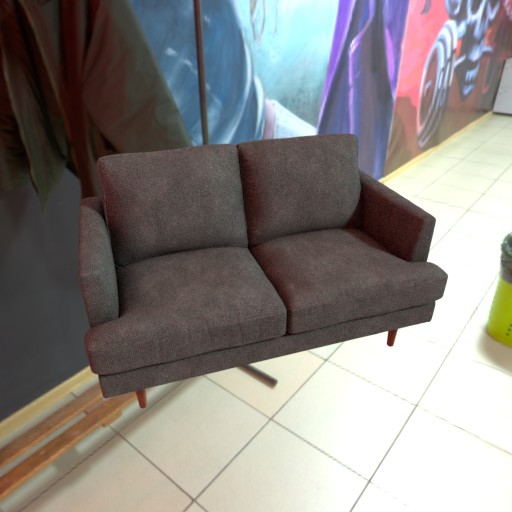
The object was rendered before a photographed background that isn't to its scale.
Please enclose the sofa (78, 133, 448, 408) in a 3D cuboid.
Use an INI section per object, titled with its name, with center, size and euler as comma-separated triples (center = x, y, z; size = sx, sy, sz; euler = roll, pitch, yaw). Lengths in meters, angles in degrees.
[sofa]
center = 0.000, 0.000, 2.148
size = 1.582, 0.956, 0.903
euler = -10, 32, -16
